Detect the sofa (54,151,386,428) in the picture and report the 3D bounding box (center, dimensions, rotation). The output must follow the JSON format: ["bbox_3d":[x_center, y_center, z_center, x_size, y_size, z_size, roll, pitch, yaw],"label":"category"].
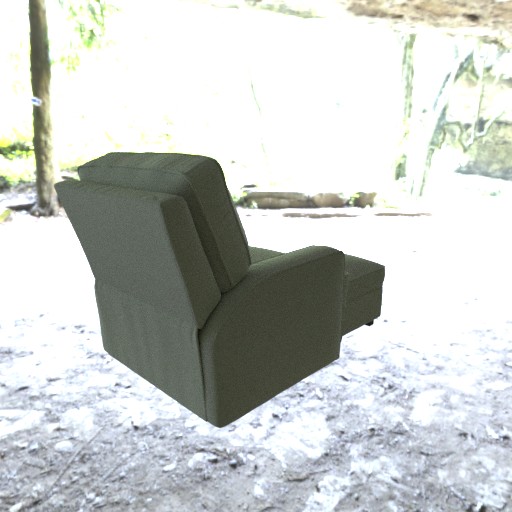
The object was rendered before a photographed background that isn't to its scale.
[{"bbox_3d":[0.000,0.000,2.045,0.861,0.959,1.472,14,21,43],"label":"sofa"}]
